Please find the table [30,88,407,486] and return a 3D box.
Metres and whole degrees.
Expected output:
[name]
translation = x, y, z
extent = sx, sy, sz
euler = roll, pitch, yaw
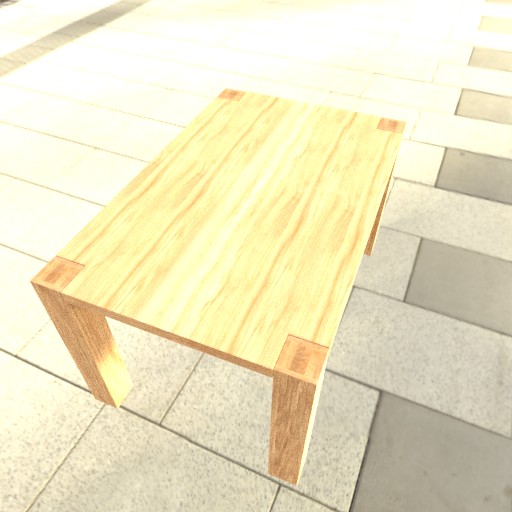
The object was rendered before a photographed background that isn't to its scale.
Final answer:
[table]
translation = 0.000, 0.000, 1.936
extent = 0.900, 0.760, 1.400
euler = 16, 48, 15
